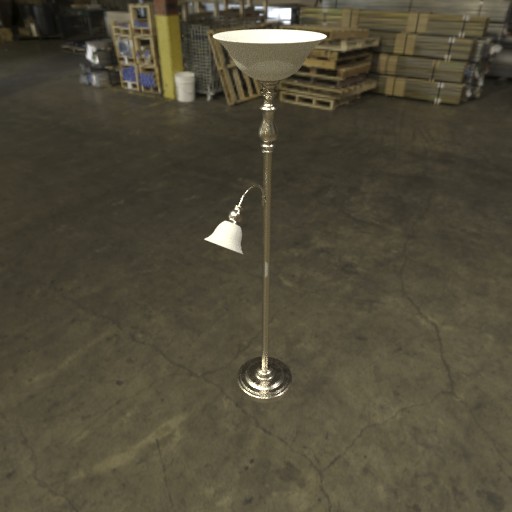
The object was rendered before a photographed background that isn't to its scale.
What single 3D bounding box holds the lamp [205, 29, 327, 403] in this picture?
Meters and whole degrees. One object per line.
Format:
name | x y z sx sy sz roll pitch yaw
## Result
lamp | 0.000 0.000 2.009 0.405 1.785 0.575 21 38 29
